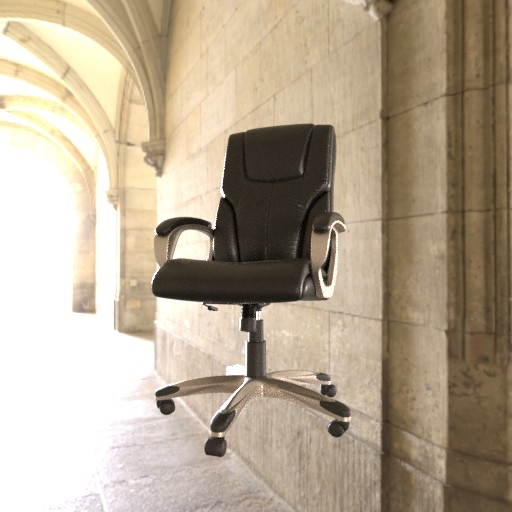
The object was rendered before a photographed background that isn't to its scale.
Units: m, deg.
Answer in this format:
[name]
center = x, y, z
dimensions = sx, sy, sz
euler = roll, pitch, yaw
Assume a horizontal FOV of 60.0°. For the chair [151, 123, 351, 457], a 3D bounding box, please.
[chair]
center = 0.000, 0.000, 1.613
dimensions = 0.700, 1.145, 0.780
euler = 0, -1, 18
